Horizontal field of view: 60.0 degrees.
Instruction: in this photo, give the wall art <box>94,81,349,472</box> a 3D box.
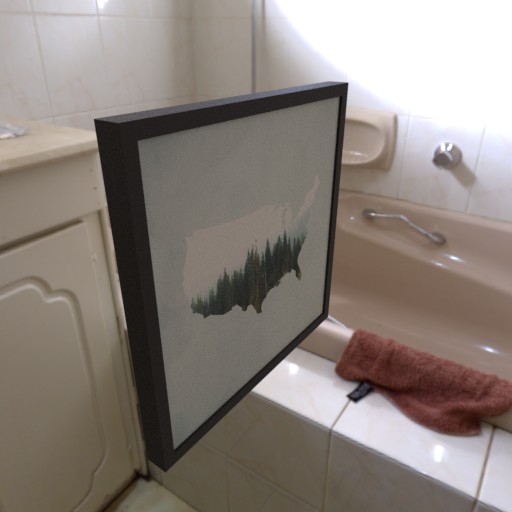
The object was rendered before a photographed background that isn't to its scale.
[{"bbox_3d":[0.000,0.000,0.743,0.040,0.509,0.509,18,32,32],"label":"wall art"}]
